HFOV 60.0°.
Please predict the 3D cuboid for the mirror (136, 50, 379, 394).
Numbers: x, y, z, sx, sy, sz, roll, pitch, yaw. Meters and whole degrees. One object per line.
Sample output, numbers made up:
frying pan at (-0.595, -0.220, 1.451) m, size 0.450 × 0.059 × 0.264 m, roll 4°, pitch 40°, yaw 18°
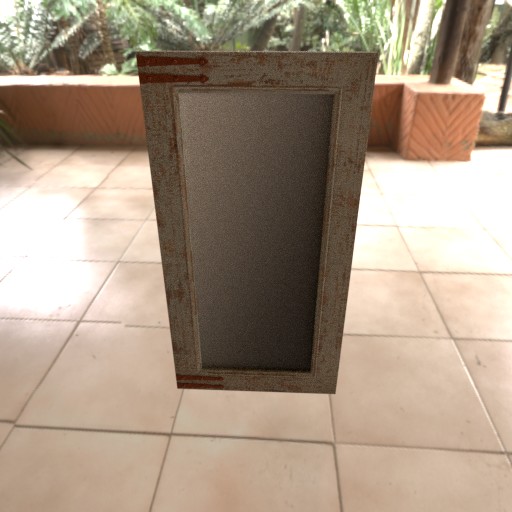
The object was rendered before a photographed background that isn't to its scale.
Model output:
mirror at (0.000, 0.000, 1.097) m, size 0.472 × 0.922 × 0.027 m, roll 1°, pitch 30°, yaw 2°
